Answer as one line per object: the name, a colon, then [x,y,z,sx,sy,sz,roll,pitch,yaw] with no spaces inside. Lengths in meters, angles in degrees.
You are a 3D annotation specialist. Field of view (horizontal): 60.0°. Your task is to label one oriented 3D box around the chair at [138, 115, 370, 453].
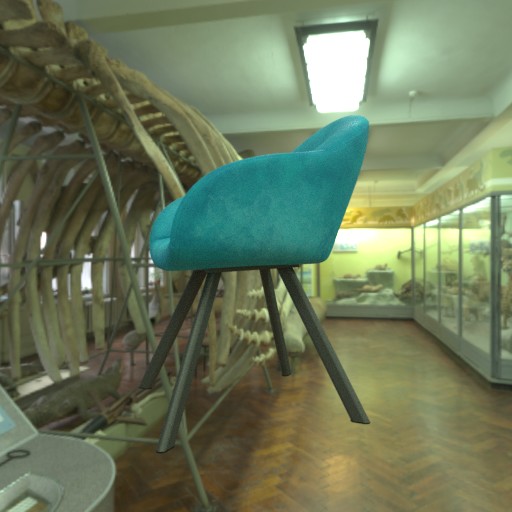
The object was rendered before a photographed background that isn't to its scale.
chair: [0.000,0.000,1.216,0.590,0.795,0.550,0,0,-19]
